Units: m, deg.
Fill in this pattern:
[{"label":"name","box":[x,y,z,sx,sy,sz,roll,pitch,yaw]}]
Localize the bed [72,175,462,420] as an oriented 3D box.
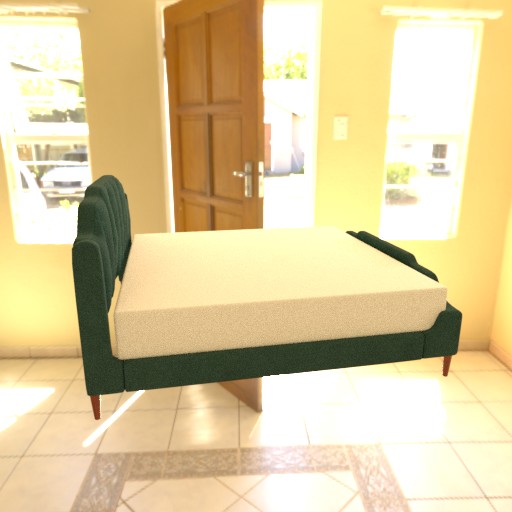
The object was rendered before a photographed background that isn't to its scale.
[{"label":"bed","box":[0.000,0.000,3.523,2.340,1.245,2.074,-3,16,-11]}]
